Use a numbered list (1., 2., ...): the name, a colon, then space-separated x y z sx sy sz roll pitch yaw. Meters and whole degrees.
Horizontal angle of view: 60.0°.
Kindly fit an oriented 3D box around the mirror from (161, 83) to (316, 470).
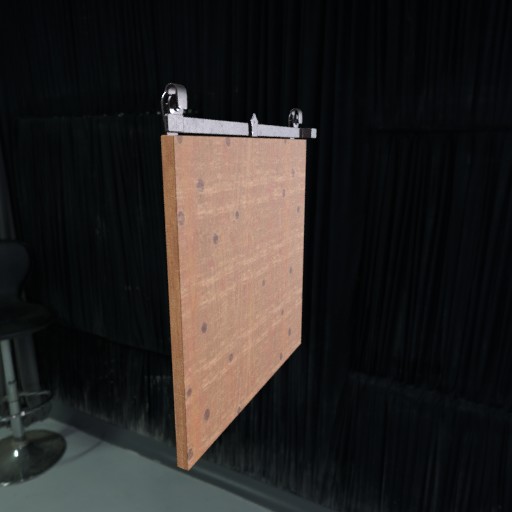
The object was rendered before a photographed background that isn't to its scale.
1. mirror: 0.000 0.000 1.200 0.054 0.800 0.805 7 15 25
